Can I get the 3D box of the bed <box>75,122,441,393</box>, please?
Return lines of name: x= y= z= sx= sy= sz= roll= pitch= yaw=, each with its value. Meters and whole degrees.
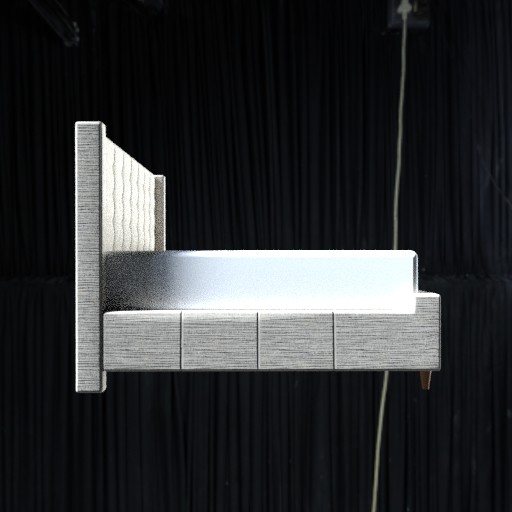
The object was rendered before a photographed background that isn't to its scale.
bed: x=0.000 y=0.000 z=3.854 sx=2.370 sy=1.743 sz=2.045 roll=0 pitch=0 yaw=0
